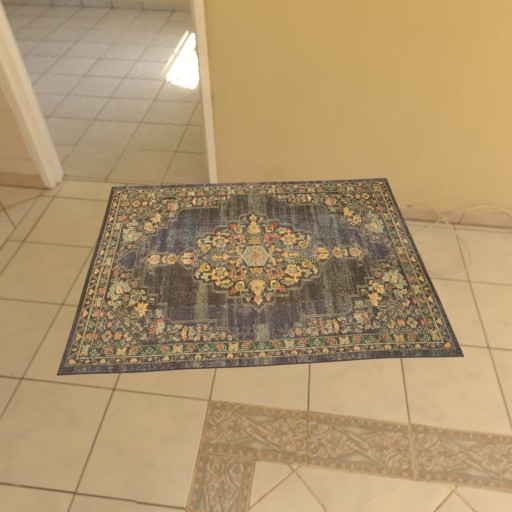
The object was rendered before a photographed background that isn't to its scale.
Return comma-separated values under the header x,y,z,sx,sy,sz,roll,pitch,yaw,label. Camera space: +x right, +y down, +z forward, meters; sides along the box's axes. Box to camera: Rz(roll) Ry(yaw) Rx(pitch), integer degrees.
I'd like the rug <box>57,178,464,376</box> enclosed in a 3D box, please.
x,y,z,sx,sy,sz,roll,pitch,yaw,label
0.000,0.000,4.853,3.612,0.035,2.716,-2,46,-2,rug
